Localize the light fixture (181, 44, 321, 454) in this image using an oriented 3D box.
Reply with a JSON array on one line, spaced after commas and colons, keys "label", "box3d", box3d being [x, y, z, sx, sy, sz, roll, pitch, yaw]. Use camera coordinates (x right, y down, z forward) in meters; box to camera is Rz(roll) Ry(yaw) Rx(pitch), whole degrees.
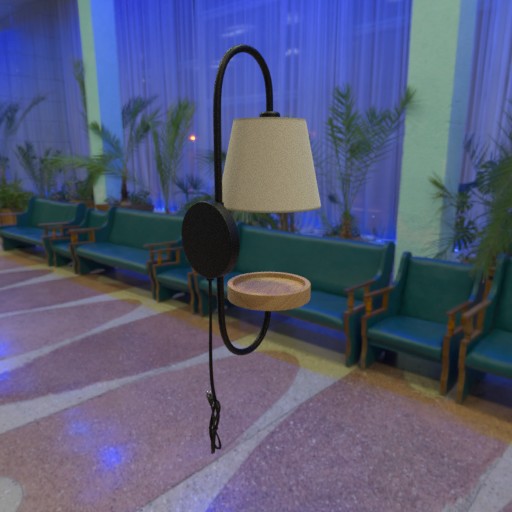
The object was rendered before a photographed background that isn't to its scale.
[{"label": "light fixture", "box3d": [0.000, 0.000, 0.941, 0.220, 0.821, 0.299, 12, 18, 43]}]
